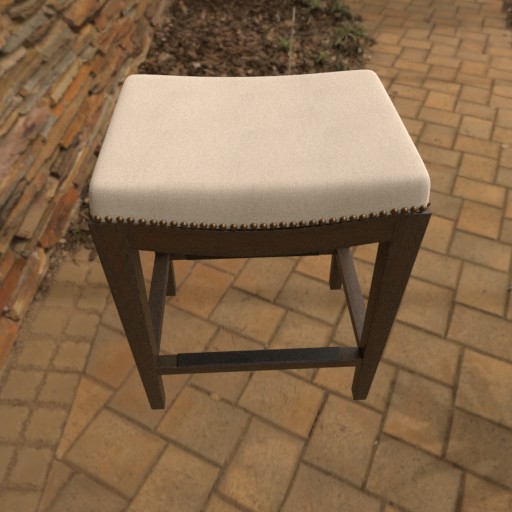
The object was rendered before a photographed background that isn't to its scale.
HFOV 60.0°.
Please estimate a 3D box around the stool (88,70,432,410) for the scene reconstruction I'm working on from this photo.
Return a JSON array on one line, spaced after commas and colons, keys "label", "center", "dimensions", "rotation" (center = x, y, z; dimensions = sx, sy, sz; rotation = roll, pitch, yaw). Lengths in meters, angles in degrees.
[{"label": "stool", "center": [0.000, 0.000, 0.926], "dimensions": [0.500, 0.642, 0.361], "rotation": [-2, 47, -2]}]
